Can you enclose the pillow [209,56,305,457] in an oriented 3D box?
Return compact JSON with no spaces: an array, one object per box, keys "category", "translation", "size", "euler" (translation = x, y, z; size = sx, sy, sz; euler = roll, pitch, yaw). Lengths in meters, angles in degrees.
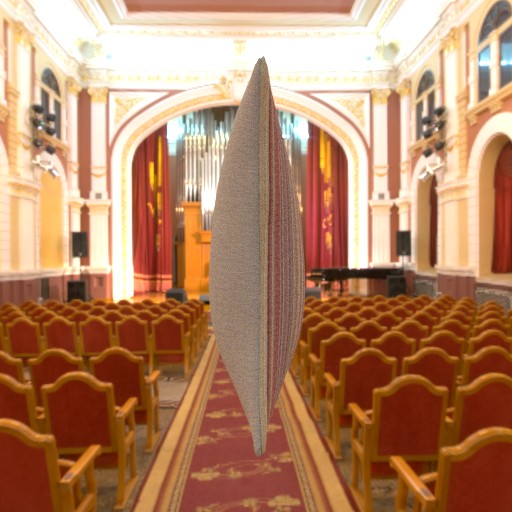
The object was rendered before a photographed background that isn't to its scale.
[{"category":"pillow","translation":[0.000,0.000,0.668],"size":[0.136,0.419,0.437],"euler":[0,0,-1]}]
